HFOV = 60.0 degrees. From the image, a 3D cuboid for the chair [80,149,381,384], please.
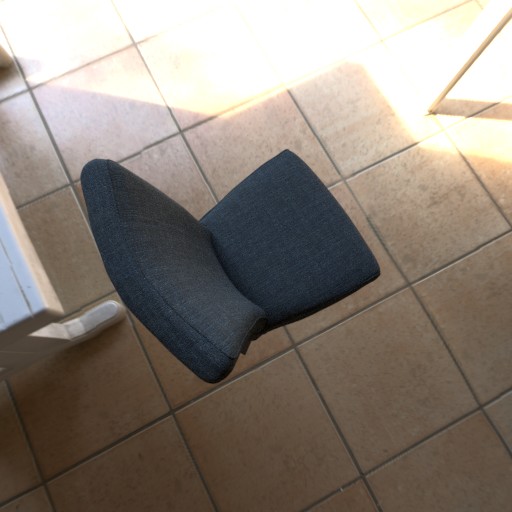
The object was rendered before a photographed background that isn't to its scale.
[{"bbox_3d":[0.000,0.000,1.354,0.660,0.991,0.520,-33,78,-8],"label":"chair"}]
